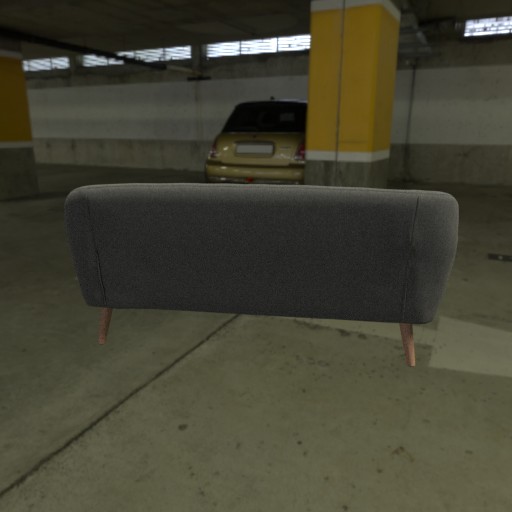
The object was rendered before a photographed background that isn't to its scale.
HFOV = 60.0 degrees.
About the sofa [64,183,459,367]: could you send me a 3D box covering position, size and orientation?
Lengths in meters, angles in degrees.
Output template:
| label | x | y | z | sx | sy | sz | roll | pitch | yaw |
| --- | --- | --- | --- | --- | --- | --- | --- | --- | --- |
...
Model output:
| label | x | y | z | sx | sy | sz | roll | pitch | yaw |
| --- | --- | --- | --- | --- | --- | --- | --- | --- | --- |
| sofa | 0.000 | 0.000 | 2.265 | 1.840 | 0.820 | 0.820 | 2 | 16 | 8 |
